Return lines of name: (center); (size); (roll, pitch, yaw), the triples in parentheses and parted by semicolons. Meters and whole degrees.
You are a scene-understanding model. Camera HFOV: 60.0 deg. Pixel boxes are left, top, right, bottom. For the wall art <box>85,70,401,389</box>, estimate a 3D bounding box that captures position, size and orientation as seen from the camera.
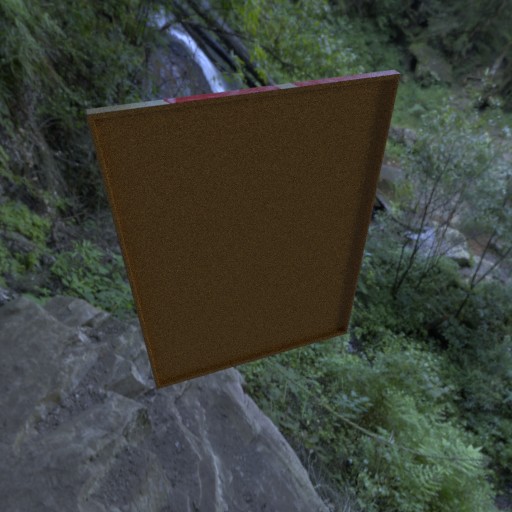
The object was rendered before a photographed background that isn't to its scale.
wall art: (0.000, 0.000, 1.357); (0.762, 1.015, 0.031); (-13, 42, -15)
